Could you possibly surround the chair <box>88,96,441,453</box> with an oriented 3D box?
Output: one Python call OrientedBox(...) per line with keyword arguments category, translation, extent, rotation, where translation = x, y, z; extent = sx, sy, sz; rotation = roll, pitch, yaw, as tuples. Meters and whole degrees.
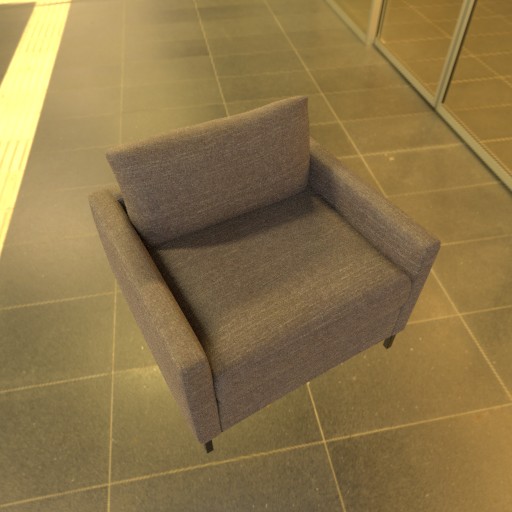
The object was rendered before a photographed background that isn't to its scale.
OrientedBox(category="chair", translation=(0.000, 0.000, 1.623), extent=(0.940, 0.841, 0.845), rotation=(-23, 51, -20))
